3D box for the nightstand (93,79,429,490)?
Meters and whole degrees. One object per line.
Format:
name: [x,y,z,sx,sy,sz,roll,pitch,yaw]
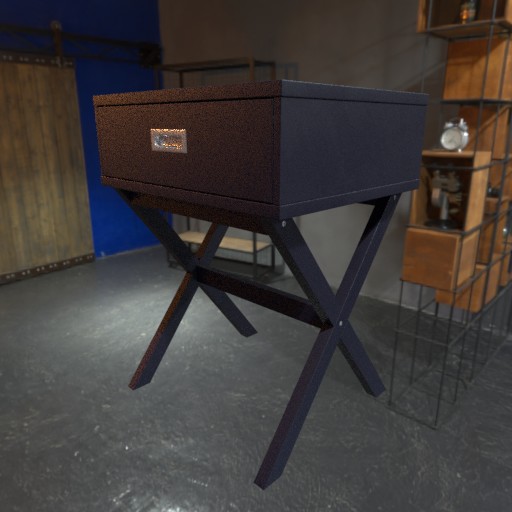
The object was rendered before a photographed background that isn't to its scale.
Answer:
nightstand: [0.000,0.000,0.910,0.479,0.623,0.402,16,23,42]
